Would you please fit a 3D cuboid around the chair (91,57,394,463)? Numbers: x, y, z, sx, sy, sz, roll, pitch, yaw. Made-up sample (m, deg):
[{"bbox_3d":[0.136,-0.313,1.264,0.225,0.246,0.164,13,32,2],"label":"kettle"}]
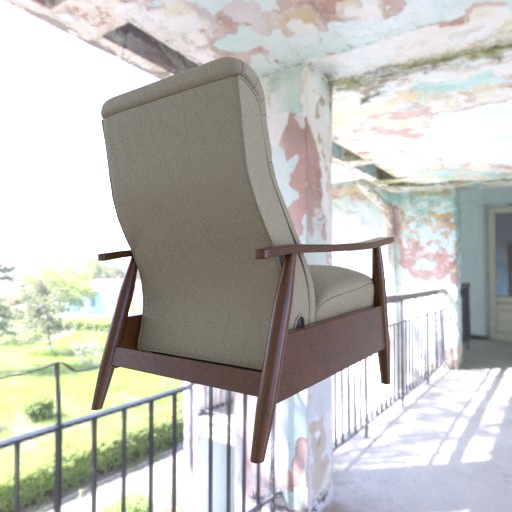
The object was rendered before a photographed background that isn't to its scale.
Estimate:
[{"bbox_3d":[0.000,0.000,1.745,0.762,1.082,1.014,-1,-2,36],"label":"chair"}]
